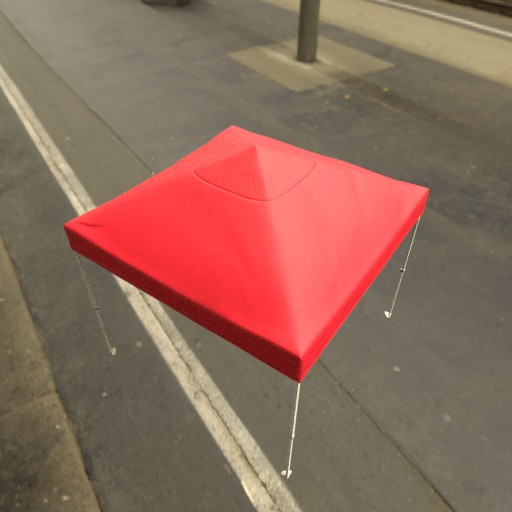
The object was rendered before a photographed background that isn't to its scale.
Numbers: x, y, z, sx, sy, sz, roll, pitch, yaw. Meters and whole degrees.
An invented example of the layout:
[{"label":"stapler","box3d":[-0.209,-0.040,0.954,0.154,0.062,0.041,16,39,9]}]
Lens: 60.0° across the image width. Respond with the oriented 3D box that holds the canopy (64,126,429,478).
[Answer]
[{"label":"canopy","box3d":[0.000,0.000,5.510,2.998,2.997,2.996,25,47,26]}]
